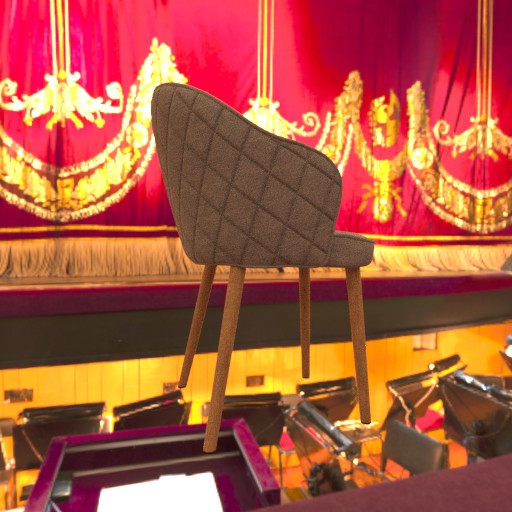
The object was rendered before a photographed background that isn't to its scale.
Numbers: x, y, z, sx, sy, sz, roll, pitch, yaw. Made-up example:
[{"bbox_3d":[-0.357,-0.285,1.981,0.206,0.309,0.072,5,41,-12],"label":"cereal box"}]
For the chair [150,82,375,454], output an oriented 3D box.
[{"bbox_3d":[0.000,0.000,1.162,0.530,0.800,0.540,-1,3,-17],"label":"chair"}]
